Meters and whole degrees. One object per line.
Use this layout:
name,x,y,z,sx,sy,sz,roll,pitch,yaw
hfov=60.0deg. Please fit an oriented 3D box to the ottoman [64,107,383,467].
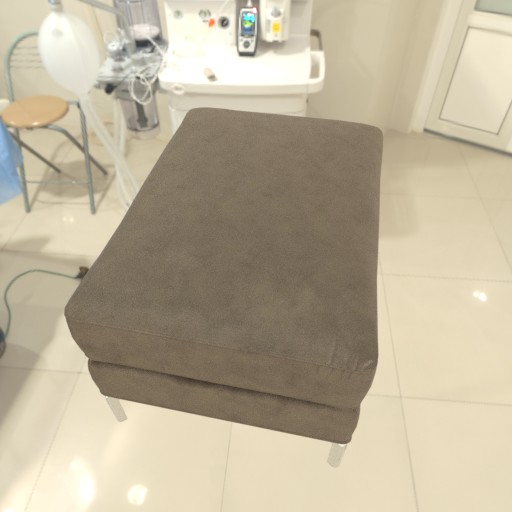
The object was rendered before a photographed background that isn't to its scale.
ottoman,0.000,0.000,1.038,0.520,0.456,0.719,8,47,8
